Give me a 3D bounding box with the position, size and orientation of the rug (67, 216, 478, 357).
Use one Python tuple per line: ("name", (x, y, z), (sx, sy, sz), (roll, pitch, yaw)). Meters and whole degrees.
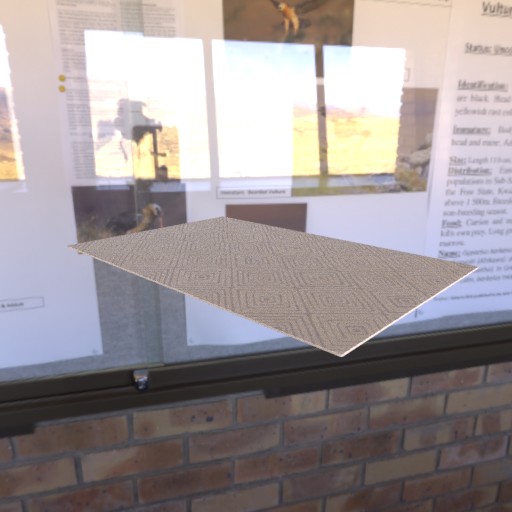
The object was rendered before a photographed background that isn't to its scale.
("rug", (0.000, 0.000, 2.229), (1.753, 0.008, 1.143), (15, 22, 41))
